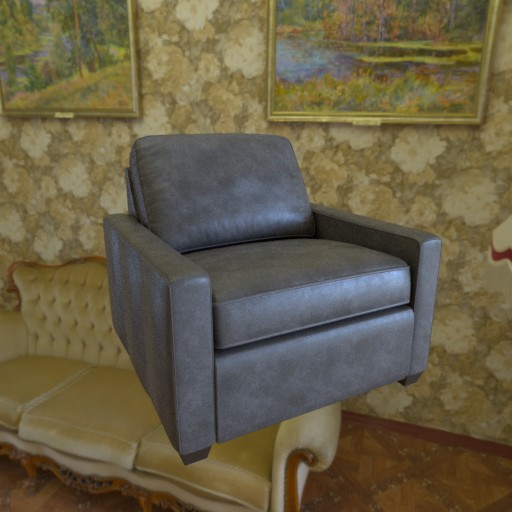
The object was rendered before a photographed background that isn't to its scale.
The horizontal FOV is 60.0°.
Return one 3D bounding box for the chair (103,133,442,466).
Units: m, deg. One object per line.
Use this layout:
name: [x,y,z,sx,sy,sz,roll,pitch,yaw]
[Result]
chair: [0.000,0.000,1.732,1.006,0.916,0.939,-9,18,-27]
